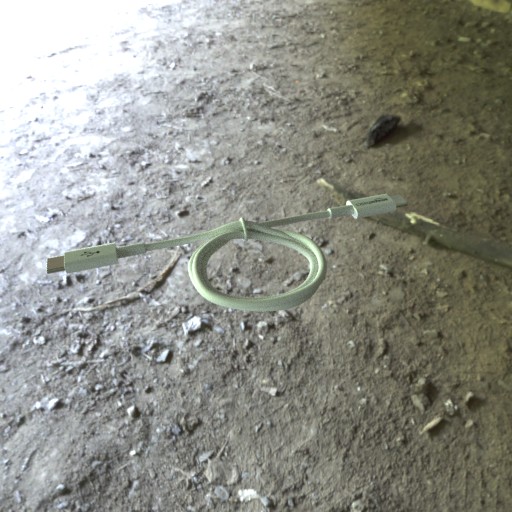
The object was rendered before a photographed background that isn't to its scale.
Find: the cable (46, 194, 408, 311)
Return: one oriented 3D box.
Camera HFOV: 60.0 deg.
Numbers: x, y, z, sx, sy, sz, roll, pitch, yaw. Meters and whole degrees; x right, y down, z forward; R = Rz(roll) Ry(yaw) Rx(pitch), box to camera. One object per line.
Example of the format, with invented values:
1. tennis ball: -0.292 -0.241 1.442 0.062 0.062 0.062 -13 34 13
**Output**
1. cable: 0.000 0.000 0.224 0.203 0.014 0.070 -12 42 -13
